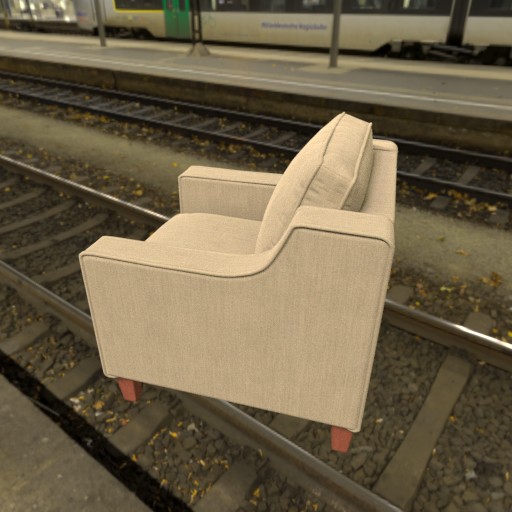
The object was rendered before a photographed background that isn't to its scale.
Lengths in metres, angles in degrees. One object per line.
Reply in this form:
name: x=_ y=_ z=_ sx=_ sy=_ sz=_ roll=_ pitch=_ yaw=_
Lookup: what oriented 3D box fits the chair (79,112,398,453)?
chair: x=0.000 y=0.000 z=1.642 sx=0.909 sy=0.960 sz=0.831 roll=8 pitch=31 yaw=14
